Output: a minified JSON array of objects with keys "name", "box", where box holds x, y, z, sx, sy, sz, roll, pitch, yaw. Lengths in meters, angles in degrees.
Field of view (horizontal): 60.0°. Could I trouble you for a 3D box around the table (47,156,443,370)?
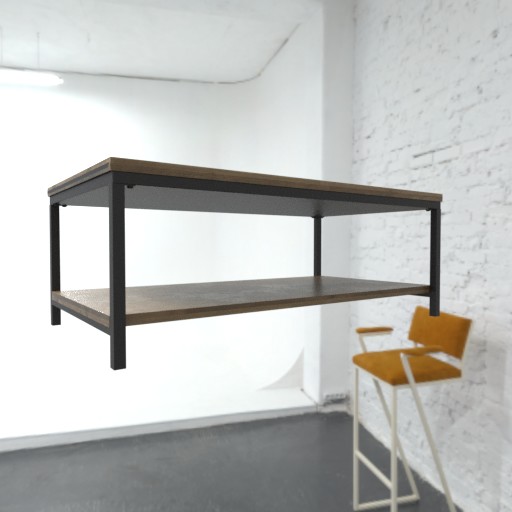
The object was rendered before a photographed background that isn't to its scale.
[{"name":"table","box":[0.000,0.000,1.352,1.062,0.393,0.574,-1,2,-36]}]
